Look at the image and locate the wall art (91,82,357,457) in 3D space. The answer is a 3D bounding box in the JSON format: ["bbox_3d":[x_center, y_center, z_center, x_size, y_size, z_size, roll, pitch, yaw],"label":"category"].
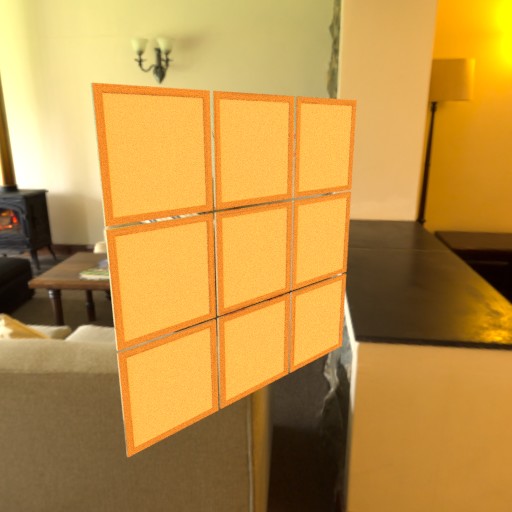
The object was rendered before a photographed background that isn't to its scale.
[{"bbox_3d":[0.000,0.000,2.209,1.517,1.523,0.013,-14,21,-40],"label":"wall art"}]
